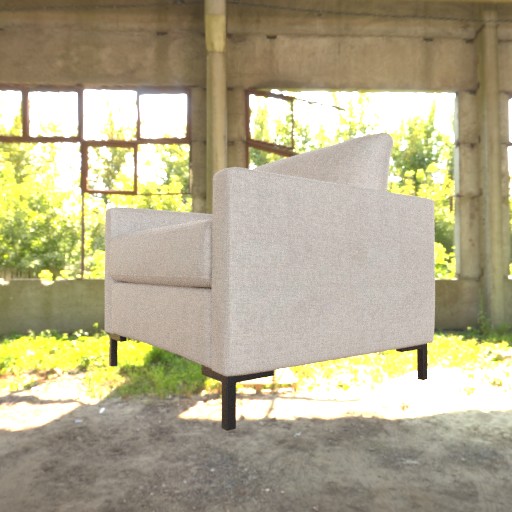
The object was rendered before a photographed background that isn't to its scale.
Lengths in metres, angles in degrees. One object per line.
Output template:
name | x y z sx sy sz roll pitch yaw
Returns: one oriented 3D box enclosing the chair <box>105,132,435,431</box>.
chair | 0.000 0.000 1.646 0.866 0.861 0.963 1 -2 -36
